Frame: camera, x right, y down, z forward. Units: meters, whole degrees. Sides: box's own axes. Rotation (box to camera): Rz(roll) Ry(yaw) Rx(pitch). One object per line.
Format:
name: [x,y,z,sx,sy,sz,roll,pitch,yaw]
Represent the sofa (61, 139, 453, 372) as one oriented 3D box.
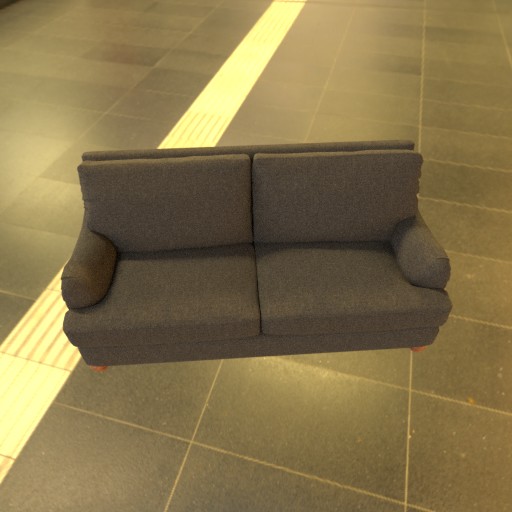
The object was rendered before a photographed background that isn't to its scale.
sofa: [0.000,0.000,2.751,2.160,1.054,1.087,-3,46,-3]
